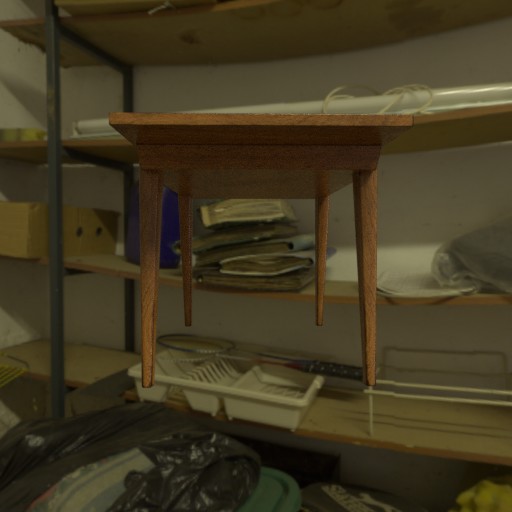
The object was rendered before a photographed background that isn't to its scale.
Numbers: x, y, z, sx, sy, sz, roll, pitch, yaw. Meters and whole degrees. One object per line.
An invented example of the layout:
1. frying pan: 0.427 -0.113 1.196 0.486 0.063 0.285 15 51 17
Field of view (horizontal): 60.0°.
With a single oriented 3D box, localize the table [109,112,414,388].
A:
1. table: 0.000 0.000 1.813 0.757 0.760 1.400 0 2 -1
